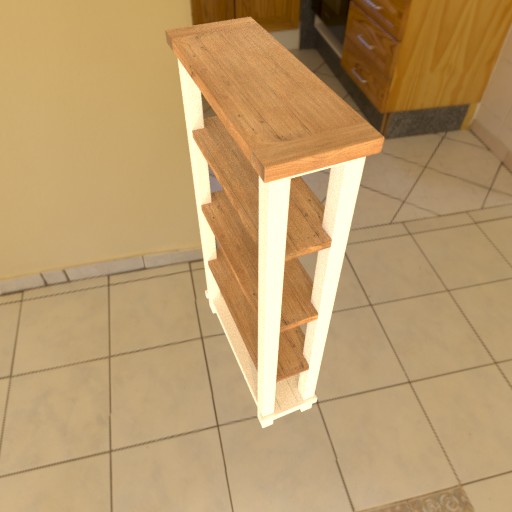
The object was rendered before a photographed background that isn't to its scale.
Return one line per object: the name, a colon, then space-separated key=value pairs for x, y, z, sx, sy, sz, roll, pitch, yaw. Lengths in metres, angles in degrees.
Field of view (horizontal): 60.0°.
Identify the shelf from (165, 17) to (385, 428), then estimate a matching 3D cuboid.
shelf: x=0.000 y=0.000 z=2.241 sx=0.381 sy=1.878 sz=1.022 roll=-17 pitch=50 yaw=-15
